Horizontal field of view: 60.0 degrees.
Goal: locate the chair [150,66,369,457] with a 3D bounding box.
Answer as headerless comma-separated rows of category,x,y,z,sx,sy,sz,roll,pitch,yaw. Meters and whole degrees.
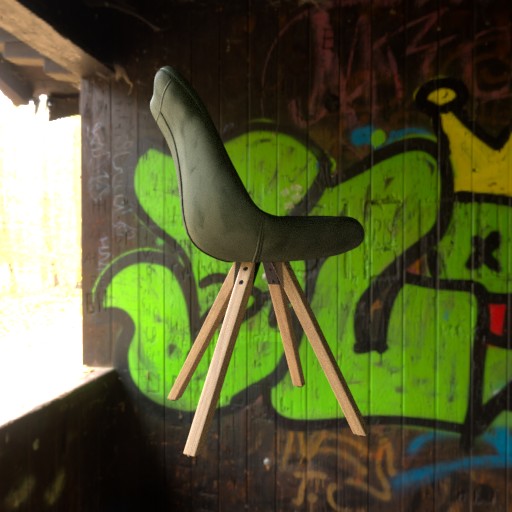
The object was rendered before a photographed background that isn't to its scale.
chair,0.000,0.000,1.203,0.547,0.865,0.483,0,1,-17
